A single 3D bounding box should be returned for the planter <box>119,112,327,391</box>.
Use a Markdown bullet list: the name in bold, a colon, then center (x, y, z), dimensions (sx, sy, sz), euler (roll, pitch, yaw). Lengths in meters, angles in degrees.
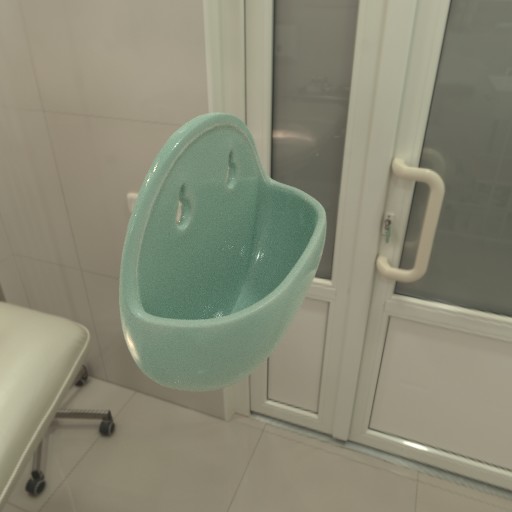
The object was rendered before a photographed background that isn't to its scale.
- **planter**: center (0.000, 0.000, 0.276), dimensions (0.073, 0.164, 0.189), euler (11, 32, 18)
